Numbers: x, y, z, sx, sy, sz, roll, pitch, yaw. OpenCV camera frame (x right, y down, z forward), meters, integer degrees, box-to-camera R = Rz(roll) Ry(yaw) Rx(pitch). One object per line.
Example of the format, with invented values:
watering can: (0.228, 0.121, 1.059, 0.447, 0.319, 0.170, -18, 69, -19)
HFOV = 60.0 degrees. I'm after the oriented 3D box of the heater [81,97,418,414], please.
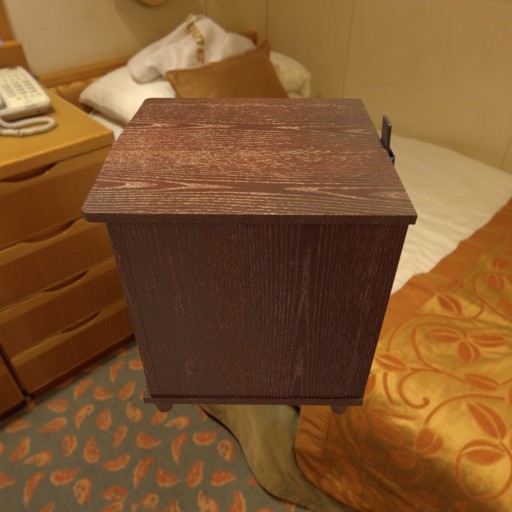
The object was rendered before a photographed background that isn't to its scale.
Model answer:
heater: (0.000, 0.000, 0.755, 0.400, 0.481, 0.362, 0, 39, 1)
